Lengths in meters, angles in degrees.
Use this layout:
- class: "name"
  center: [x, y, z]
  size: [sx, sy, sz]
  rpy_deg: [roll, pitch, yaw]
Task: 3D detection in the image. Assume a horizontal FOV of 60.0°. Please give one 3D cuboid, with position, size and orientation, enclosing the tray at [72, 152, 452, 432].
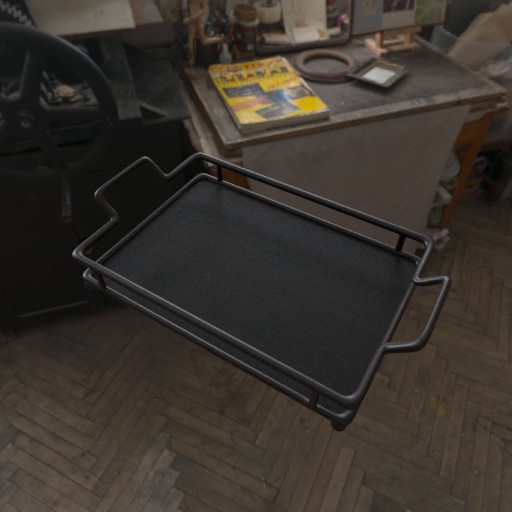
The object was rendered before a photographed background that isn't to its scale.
- class: "tray"
  center: [0.000, 0.000, 0.627]
  size: [0.495, 0.101, 0.297]
  rpy_deg: [24, 51, 21]
